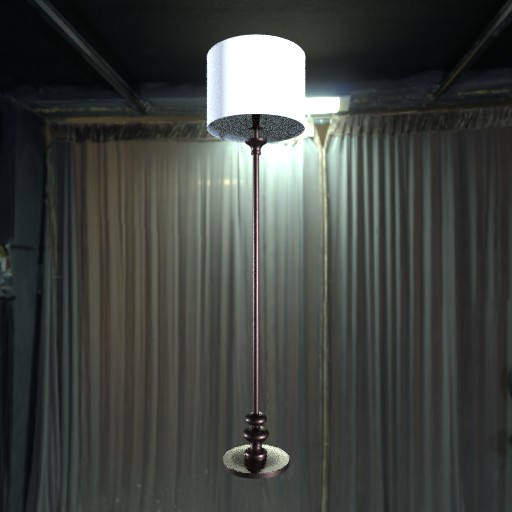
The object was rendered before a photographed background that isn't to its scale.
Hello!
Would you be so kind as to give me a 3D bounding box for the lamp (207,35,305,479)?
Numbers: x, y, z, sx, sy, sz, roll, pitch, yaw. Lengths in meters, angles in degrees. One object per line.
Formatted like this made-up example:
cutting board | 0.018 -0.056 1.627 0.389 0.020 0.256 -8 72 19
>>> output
lamp | 0.000 0.000 1.608 0.356 1.487 0.356 0 -1 0
